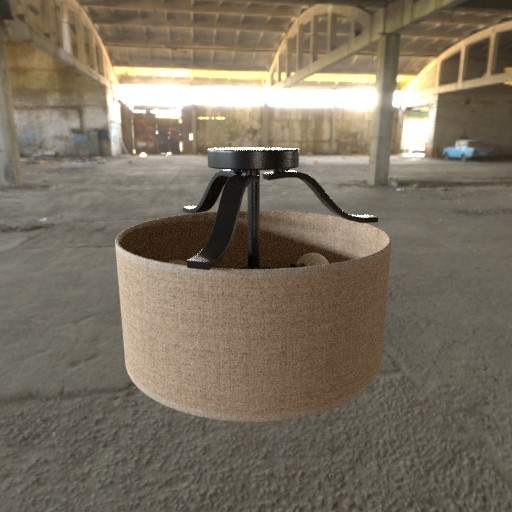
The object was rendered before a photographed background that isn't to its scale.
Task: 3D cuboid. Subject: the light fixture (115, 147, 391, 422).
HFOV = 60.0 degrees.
[{"bbox_3d":[0.000,0.000,0.650,0.390,0.306,0.390,0,15,0],"label":"light fixture"}]
